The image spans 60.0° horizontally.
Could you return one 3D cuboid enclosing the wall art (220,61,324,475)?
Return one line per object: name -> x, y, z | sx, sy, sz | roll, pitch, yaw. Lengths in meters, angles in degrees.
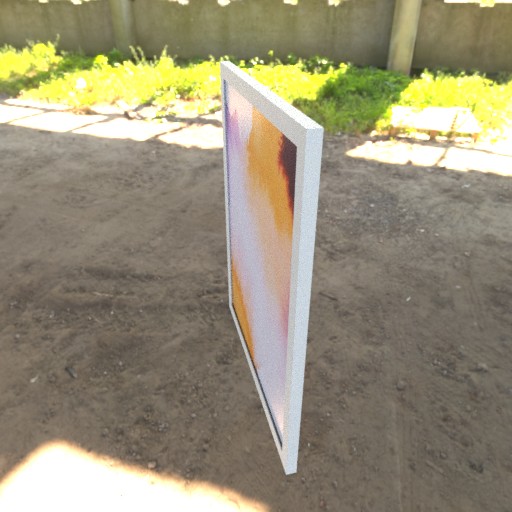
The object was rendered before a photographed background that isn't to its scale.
wall art -> 0.000, 0.000, 1.107 | 0.026, 0.811, 0.661 | -8, 32, -12
